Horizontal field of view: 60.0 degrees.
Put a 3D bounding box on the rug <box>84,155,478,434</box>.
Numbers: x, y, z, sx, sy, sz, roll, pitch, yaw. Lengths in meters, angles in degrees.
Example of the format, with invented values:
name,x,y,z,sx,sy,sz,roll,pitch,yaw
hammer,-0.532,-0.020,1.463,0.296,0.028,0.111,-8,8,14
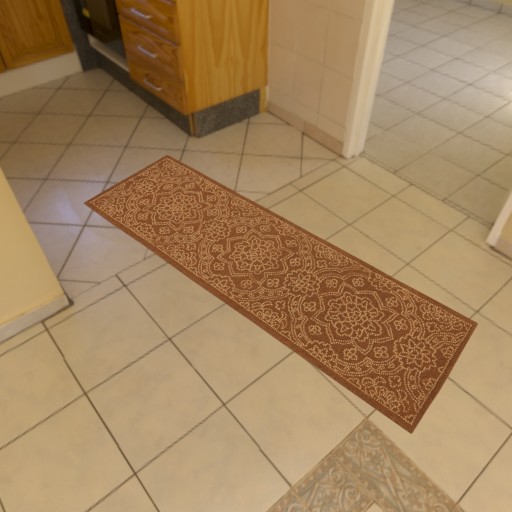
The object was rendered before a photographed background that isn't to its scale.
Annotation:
name,x,y,z,sx,sy,sz,roll,pitch,yaw
rug,0.000,0.000,2.686,2.448,0.012,0.769,32,54,26
